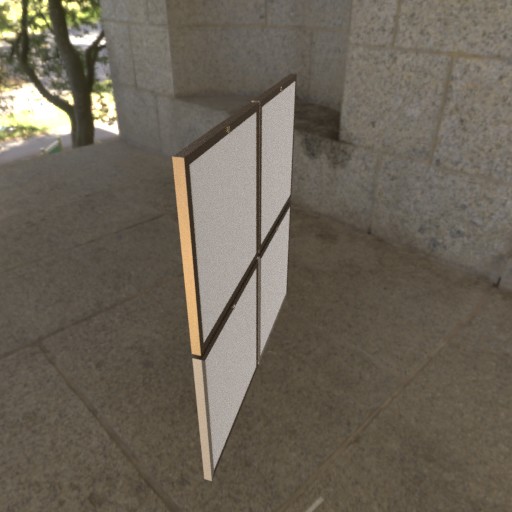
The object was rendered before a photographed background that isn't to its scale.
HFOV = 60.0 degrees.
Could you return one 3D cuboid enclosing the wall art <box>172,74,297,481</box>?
[{"bbox_3d":[0.000,0.000,1.536,0.030,1.032,1.032,9,32,14],"label":"wall art"}]
